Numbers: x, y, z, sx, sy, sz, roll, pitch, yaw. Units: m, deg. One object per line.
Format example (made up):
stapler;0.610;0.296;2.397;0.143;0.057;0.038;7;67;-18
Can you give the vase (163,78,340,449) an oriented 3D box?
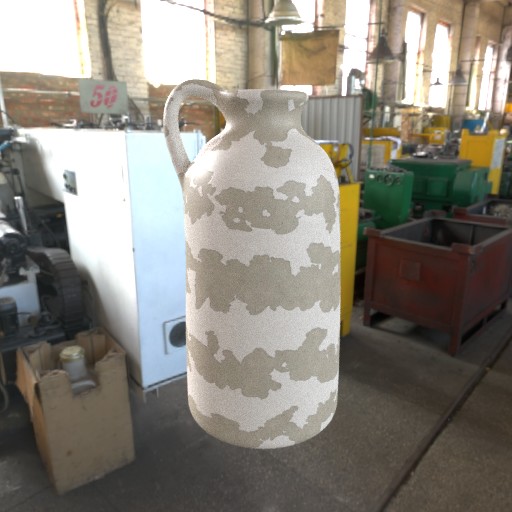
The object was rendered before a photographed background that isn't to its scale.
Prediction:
vase;0.000;0.000;0.509;0.203;0.382;0.186;2;17;8
